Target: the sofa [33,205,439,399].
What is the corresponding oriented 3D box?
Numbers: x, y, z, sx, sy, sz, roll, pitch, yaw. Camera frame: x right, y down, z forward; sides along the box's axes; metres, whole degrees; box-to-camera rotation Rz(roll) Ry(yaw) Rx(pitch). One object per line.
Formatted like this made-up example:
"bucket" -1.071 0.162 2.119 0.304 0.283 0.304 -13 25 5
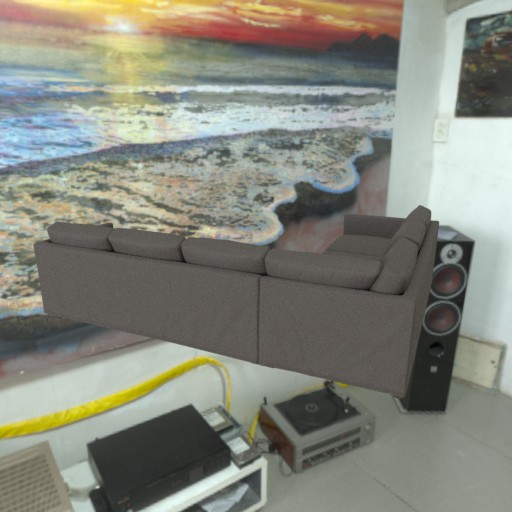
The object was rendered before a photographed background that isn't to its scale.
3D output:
"sofa" 0.000 0.000 4.349 3.182 0.871 2.432 8 19 23
